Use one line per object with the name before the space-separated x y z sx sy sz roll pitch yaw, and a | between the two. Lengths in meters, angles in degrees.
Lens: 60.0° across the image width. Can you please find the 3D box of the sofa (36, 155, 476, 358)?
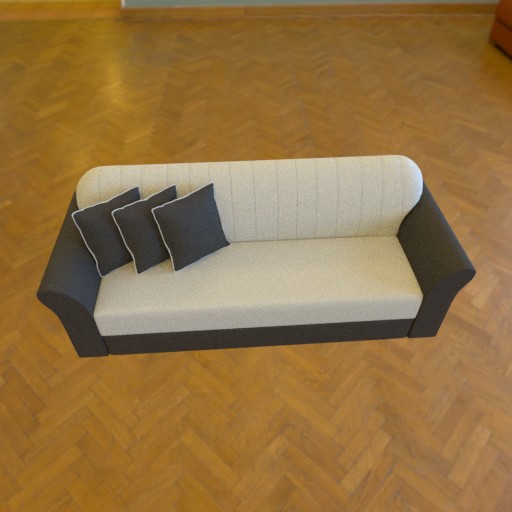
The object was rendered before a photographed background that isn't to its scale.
sofa | 0.000 0.000 2.406 2.001 0.787 0.755 -3 45 -3
